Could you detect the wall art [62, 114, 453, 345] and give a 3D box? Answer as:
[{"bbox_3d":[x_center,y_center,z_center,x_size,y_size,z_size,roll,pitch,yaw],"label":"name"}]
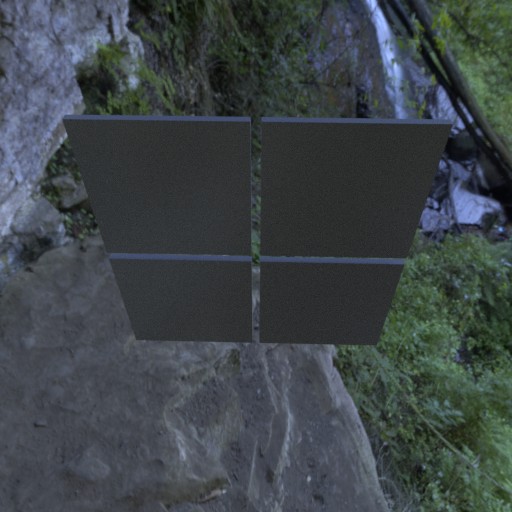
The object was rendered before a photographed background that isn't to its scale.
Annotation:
[{"bbox_3d":[0.000,0.000,1.674,1.118,1.118,0.029,1,45,1],"label":"wall art"}]
